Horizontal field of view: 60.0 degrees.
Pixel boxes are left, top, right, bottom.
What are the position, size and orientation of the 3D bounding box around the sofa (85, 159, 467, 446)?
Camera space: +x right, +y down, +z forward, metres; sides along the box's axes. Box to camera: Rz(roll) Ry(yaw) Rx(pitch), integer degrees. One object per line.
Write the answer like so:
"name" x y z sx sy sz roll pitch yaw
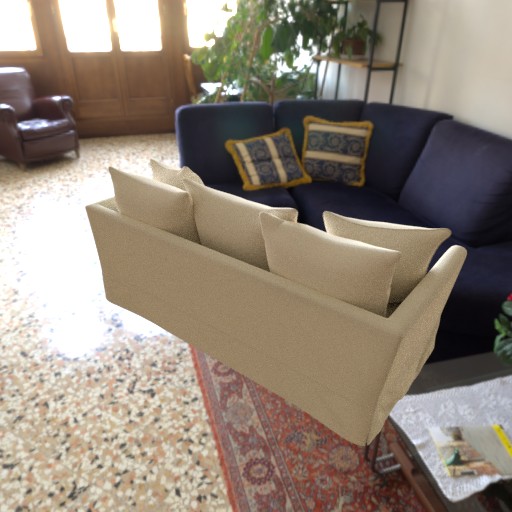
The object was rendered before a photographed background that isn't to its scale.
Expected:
"sofa" 0.000 0.000 2.892 2.290 1.034 1.031 21 35 33
